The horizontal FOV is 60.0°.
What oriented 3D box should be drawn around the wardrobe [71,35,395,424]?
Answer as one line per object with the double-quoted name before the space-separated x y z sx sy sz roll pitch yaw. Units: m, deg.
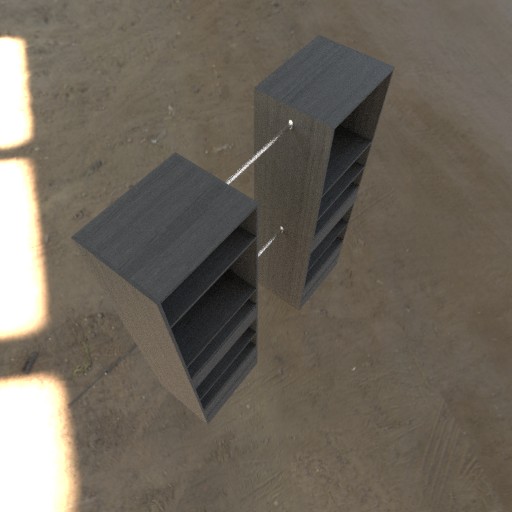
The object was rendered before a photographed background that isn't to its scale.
"wardrobe" 0.000 0.000 2.894 0.480 2.000 1.770 33 63 19
